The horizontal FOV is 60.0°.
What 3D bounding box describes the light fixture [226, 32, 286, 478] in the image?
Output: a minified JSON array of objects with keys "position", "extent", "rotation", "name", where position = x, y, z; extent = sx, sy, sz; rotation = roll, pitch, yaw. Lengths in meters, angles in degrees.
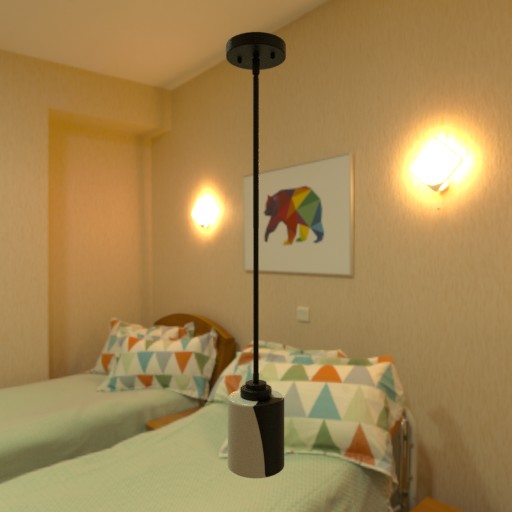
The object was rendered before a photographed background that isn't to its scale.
[{"position":[0.000,0.000,0.916],"extent":[0.123,0.863,0.123],"rotation":[0,0,17],"name":"light fixture"}]
